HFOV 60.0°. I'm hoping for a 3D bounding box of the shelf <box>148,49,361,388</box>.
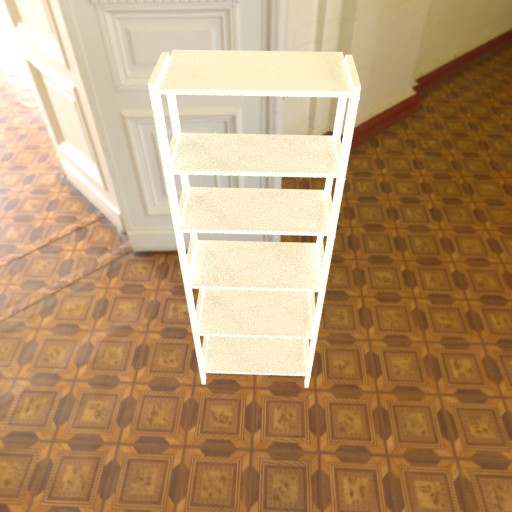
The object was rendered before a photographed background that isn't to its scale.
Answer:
[{"bbox_3d":[0.000,0.000,2.165,0.660,1.892,0.381,1,46,1],"label":"shelf"}]
